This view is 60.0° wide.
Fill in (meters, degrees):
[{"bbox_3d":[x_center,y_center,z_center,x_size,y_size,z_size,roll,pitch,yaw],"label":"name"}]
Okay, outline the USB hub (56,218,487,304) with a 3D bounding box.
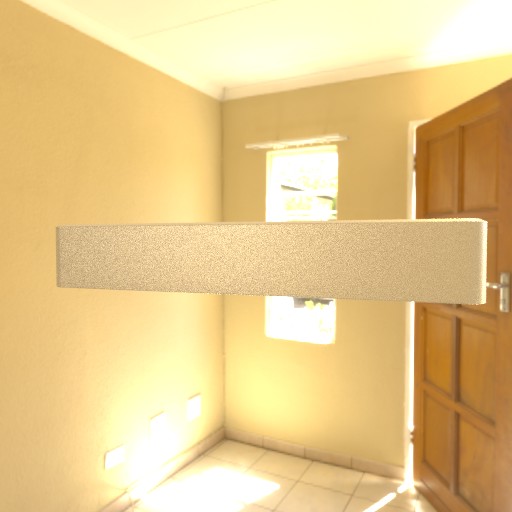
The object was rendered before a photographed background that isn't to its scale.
[{"bbox_3d":[0.000,0.000,0.161,0.145,0.023,0.044,1,2,19],"label":"USB hub"}]
